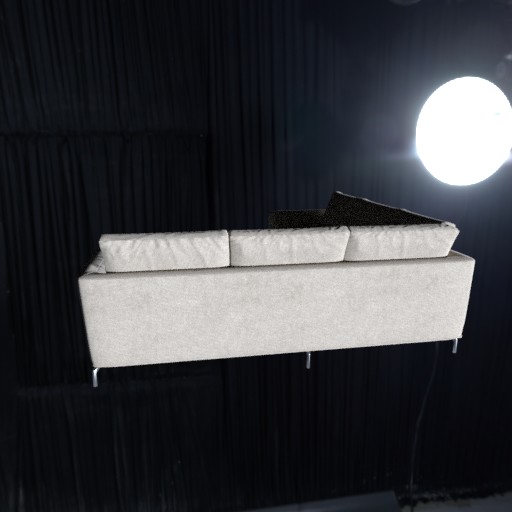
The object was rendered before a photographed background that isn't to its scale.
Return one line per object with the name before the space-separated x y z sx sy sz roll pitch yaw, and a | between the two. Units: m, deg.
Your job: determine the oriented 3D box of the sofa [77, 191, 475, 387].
sofa | 0.000 0.000 3.766 2.438 0.864 2.438 -2 14 -10
